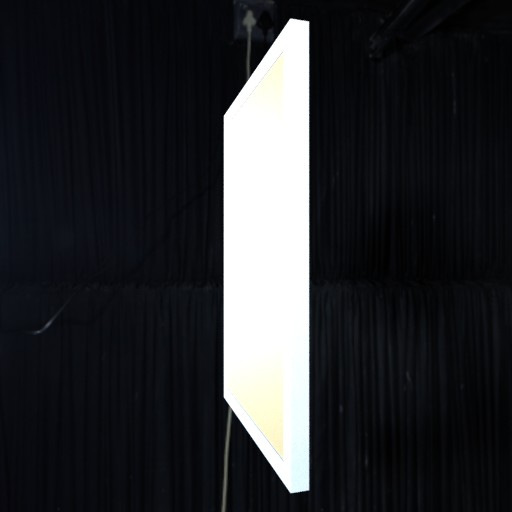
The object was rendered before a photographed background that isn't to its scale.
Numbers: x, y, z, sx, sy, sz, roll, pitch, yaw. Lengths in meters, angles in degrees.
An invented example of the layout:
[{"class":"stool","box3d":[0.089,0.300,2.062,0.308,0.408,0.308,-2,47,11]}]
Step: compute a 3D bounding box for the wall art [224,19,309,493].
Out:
[{"class":"wall art","box3d":[0.000,0.000,1.153,0.039,0.915,0.612,0,0,-16]}]
